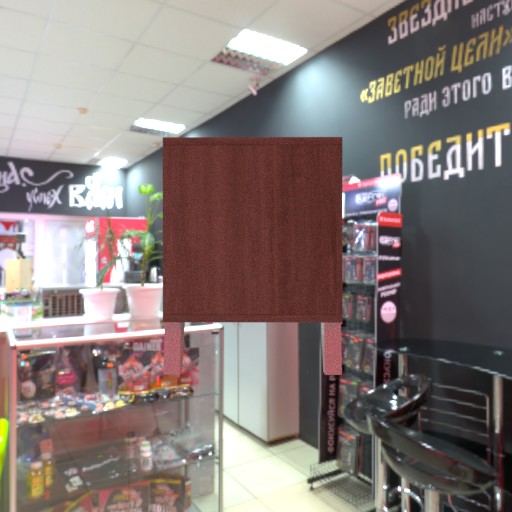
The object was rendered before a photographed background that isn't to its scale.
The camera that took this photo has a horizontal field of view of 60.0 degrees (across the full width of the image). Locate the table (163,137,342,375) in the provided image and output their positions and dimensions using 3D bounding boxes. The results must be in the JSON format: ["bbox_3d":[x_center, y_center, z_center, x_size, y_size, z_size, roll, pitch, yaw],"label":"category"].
[{"bbox_3d":[0.000,0.000,1.735,0.400,0.530,1.500,0,0,1],"label":"table"}]
